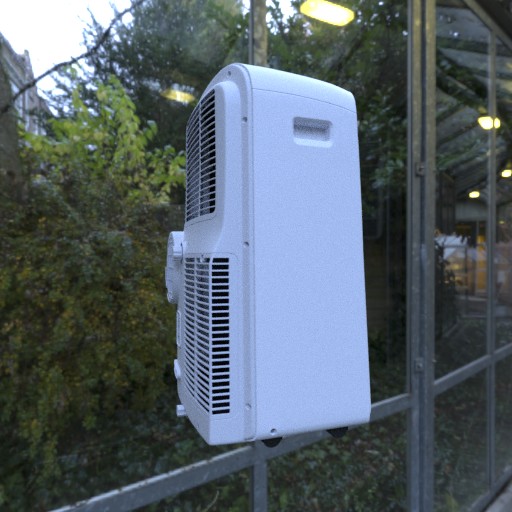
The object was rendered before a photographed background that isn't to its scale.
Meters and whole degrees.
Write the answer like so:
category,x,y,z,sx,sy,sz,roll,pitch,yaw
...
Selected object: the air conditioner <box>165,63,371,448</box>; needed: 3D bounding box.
category,x,y,z,sx,sy,sz,roll,pitch,yaw
air conditioner,0.000,0.000,0.987,0.365,0.700,0.454,0,0,-18
